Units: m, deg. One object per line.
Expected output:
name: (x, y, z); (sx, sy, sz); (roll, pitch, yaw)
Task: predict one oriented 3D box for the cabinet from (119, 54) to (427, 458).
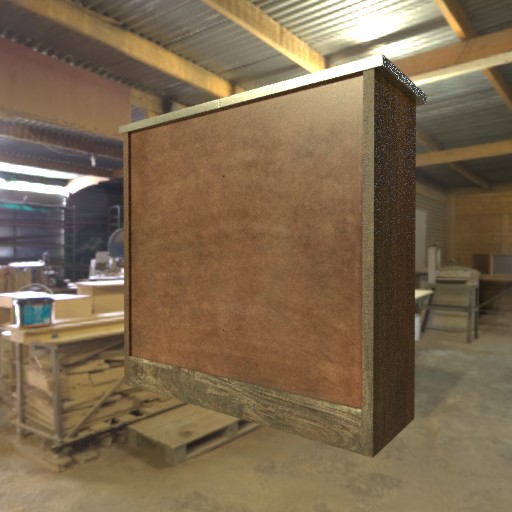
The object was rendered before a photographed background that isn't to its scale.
cabinet: (0.000, 0.000, 1.426); (0.968, 0.919, 0.338); (1, 1, 37)
